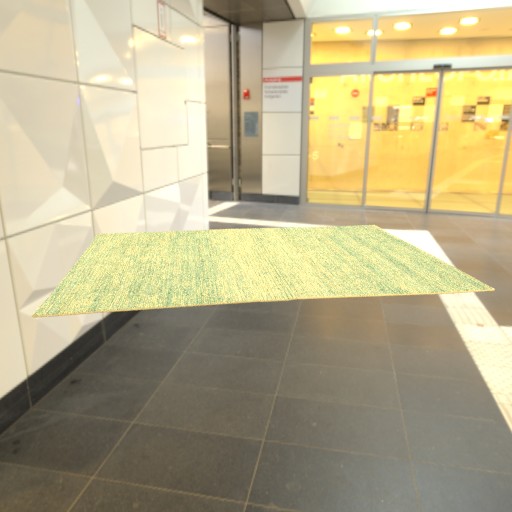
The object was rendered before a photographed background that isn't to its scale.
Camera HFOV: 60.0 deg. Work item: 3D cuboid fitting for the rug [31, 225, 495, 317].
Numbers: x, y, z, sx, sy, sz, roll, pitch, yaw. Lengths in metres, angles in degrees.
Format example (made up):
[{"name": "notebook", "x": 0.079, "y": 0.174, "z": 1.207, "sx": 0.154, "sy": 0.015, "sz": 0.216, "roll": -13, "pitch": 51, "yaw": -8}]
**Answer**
[{"name": "rug", "x": 0.000, "y": 0.000, "z": 2.908, "sx": 2.305, "sy": 0.029, "sz": 1.593, "roll": -2, "pitch": 16, "yaw": -8}]
